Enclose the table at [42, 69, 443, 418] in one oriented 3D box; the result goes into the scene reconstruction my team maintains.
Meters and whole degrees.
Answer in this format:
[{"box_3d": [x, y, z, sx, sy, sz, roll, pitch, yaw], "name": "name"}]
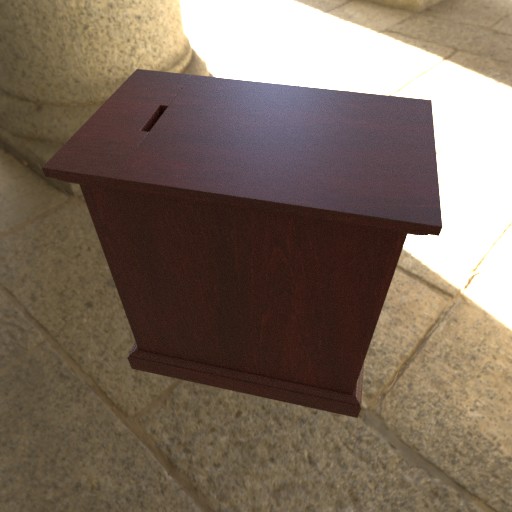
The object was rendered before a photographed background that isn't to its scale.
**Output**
[{"box_3d": [0.000, 0.000, 0.966, 0.584, 0.612, 0.356, 10, 47, 9], "name": "table"}]
